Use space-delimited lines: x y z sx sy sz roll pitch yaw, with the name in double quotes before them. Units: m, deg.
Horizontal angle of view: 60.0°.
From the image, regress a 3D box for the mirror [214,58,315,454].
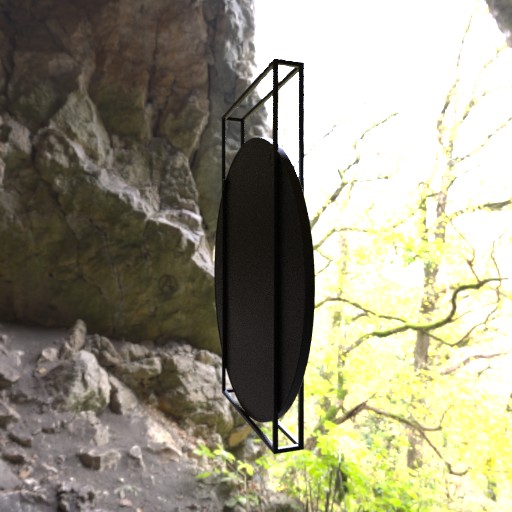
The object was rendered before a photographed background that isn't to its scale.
"mirror" 0.000 0.000 0.831 0.051 0.603 0.508 0 1 -19
